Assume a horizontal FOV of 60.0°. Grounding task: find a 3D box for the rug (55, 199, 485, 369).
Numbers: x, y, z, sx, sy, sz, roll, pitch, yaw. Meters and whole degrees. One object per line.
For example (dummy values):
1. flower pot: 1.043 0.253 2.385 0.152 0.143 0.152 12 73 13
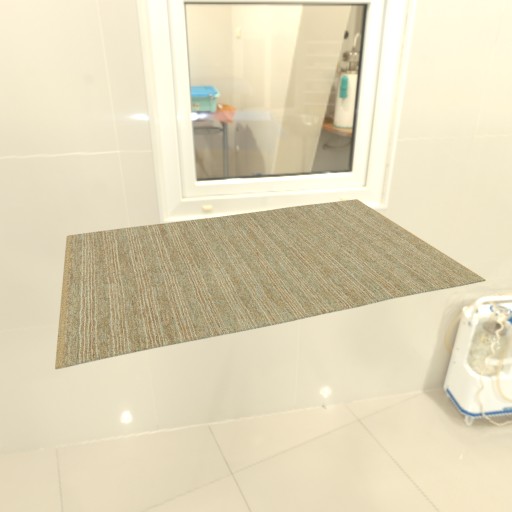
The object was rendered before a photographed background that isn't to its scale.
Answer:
1. rug: 0.000 0.000 3.003 2.448 0.012 1.540 -9 28 -17
